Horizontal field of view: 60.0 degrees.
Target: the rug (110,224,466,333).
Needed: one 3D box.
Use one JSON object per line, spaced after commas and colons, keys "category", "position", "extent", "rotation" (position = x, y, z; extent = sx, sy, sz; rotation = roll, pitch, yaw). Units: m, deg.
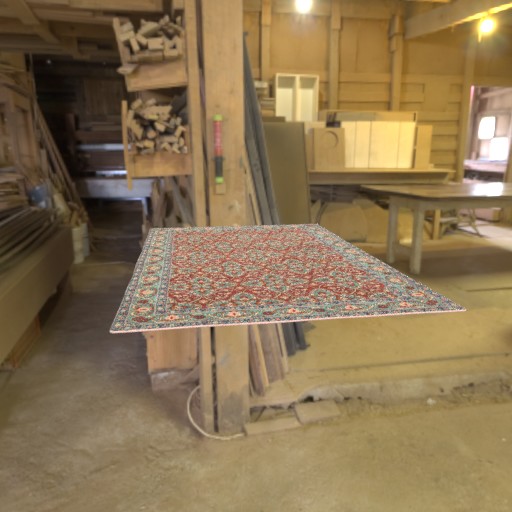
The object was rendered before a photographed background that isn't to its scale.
{"category": "rug", "position": [0.000, 0.000, 2.347], "extent": [1.219, 0.009, 1.829], "rotation": [-2, 14, -9]}
